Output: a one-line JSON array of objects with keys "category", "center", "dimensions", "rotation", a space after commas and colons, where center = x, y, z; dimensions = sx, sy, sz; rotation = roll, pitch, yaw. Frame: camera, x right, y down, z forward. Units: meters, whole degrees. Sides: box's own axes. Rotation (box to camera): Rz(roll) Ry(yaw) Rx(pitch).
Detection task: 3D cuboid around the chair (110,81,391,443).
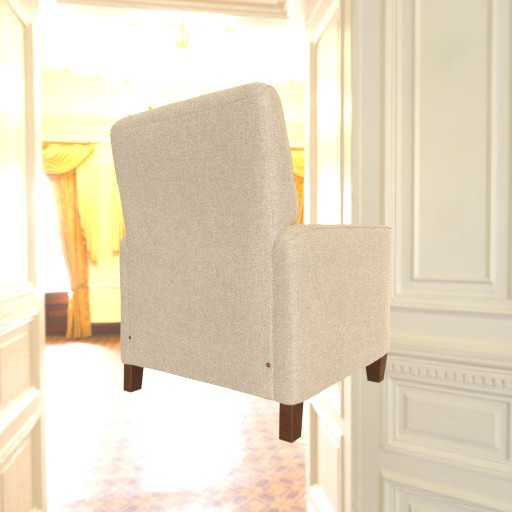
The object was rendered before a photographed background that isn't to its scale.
[{"category": "chair", "center": [0.000, 0.000, 1.721], "dimensions": [0.845, 1.023, 0.859], "rotation": [1, 2, 36]}]
